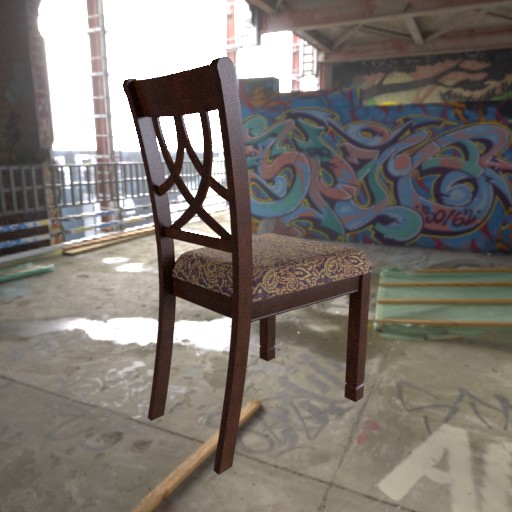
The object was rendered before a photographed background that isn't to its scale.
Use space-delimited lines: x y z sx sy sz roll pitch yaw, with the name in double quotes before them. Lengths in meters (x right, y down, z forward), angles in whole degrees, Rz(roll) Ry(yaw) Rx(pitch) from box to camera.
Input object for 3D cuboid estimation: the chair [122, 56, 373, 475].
"chair" 0.000 0.000 1.306 0.584 0.965 0.457 -13 18 -43
